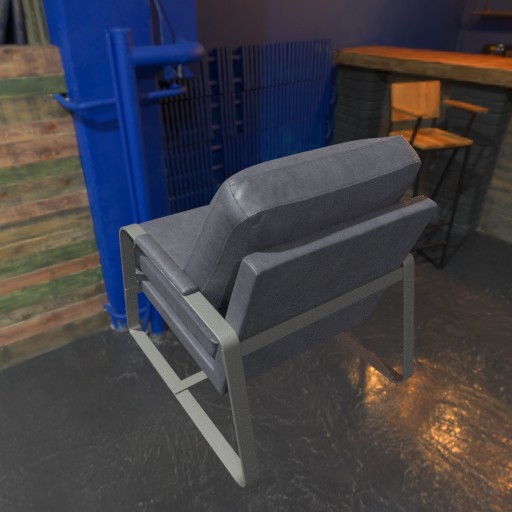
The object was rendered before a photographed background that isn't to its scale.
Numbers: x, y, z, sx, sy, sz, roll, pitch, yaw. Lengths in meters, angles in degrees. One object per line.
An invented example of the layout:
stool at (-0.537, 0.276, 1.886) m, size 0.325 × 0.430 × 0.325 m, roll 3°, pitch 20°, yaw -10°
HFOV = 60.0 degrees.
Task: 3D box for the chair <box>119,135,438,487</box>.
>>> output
chair at (0.000, 0.000, 1.461) m, size 0.692 × 0.839 × 0.878 m, roll -20°, pitch 35°, yaw -30°
